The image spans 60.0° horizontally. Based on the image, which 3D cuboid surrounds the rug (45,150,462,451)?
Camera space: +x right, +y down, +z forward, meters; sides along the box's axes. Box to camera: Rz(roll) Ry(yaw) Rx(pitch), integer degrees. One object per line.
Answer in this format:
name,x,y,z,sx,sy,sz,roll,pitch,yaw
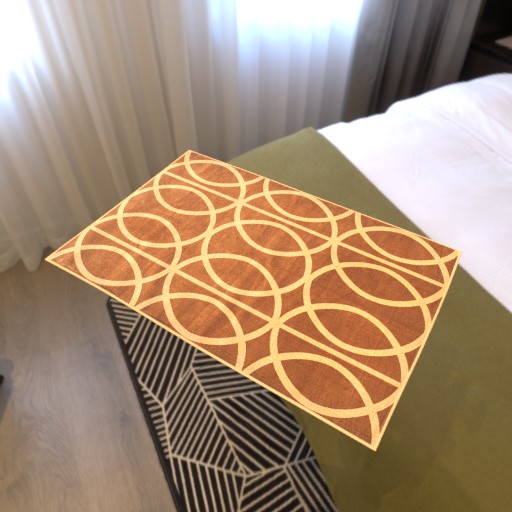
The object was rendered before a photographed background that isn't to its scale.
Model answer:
rug,0.000,0.000,2.903,2.290,0.014,1.526,24,51,22
